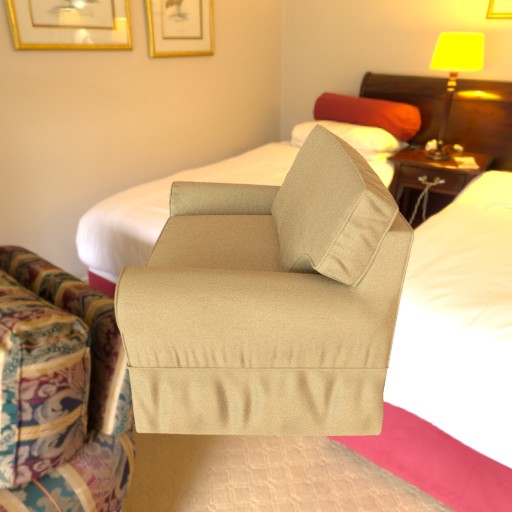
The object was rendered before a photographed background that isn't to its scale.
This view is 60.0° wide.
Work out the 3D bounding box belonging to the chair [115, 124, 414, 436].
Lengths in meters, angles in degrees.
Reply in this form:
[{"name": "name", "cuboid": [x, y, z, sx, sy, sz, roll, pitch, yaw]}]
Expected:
[{"name": "chair", "cuboid": [0.000, 0.000, 1.822, 0.903, 0.937, 1.096, 0, 27, 0]}]
